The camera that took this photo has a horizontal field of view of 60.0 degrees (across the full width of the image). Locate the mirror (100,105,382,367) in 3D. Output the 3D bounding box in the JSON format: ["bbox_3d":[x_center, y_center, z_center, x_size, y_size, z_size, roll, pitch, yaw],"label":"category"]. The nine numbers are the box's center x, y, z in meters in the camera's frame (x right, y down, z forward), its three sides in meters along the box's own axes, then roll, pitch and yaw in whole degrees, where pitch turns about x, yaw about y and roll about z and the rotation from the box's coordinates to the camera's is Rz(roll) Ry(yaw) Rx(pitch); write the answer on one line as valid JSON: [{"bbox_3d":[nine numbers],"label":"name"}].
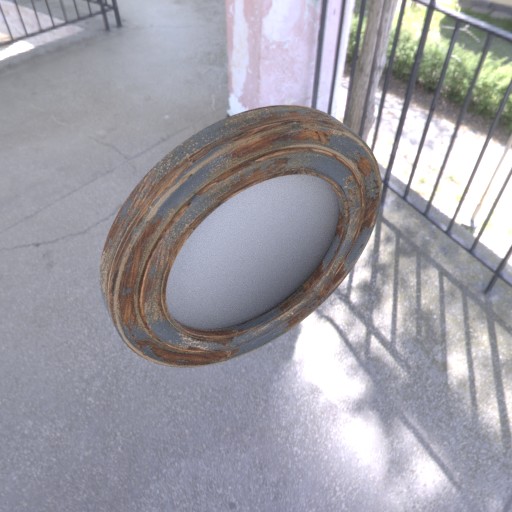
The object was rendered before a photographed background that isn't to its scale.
[{"bbox_3d":[0.000,0.000,0.869,0.585,0.585,0.061,-23,50,-21],"label":"mirror"}]
